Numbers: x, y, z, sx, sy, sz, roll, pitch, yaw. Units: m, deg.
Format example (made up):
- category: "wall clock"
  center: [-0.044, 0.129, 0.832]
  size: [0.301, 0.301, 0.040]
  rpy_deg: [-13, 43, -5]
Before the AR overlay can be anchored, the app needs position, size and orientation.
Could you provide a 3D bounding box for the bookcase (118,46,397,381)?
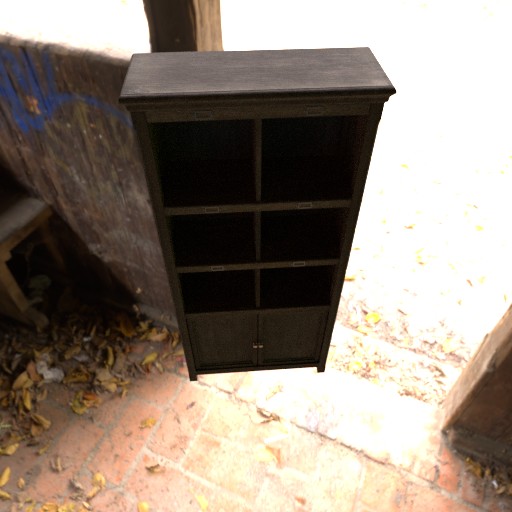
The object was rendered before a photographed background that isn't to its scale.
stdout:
- category: "bookcase"
  center: [0.000, 0.000, 2.223]
  size: [0.906, 1.880, 0.348]
  rpy_deg: [-3, 46, -3]
